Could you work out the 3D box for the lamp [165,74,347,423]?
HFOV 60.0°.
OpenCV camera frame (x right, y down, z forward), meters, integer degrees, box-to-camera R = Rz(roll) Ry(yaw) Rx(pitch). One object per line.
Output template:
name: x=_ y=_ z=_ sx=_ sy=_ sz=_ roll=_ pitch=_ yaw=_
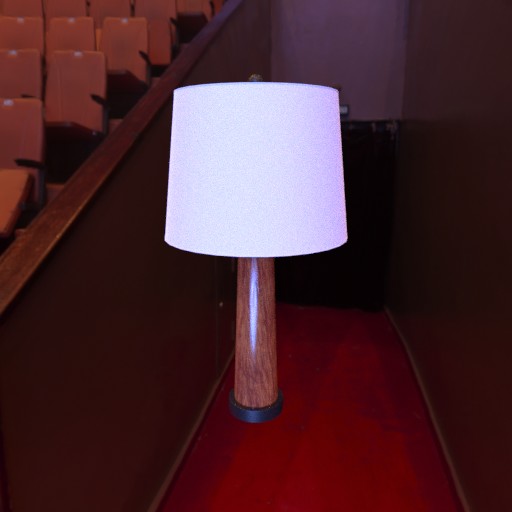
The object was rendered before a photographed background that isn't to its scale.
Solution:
lamp: x=0.000 y=0.000 z=0.870 sx=0.349 sy=0.667 sz=0.349 roll=0 pitch=14 yaw=0
